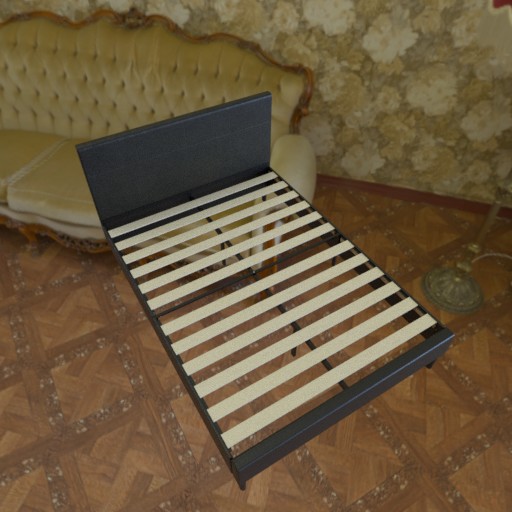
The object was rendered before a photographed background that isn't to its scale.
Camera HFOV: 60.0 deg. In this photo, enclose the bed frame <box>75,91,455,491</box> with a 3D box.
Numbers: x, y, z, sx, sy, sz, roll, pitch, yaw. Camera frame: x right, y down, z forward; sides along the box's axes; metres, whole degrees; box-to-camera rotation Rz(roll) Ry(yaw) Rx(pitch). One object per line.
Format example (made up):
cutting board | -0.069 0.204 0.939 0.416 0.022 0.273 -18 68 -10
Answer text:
bed frame | 0.000 0.000 3.169 1.634 1.127 2.318 -24 50 -21
